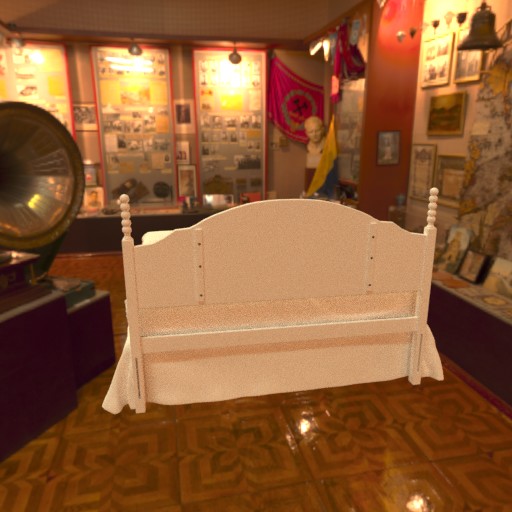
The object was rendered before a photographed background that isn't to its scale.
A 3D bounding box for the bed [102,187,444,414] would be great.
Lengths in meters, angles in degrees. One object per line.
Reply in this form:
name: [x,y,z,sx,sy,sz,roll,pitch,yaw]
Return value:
bed: [0.000,0.000,3.780,2.322,1.355,2.219,-3,15,-10]
